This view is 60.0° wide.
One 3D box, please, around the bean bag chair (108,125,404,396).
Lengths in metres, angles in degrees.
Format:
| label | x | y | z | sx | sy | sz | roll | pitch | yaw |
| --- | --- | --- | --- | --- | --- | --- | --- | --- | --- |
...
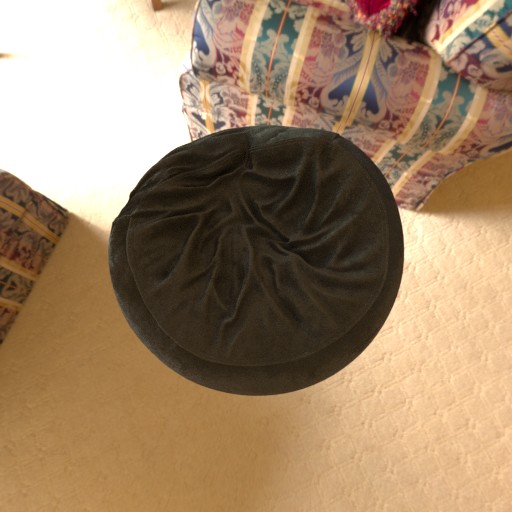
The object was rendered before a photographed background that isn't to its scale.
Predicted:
| label | x | y | z | sx | sy | sz | roll | pitch | yaw |
| --- | --- | --- | --- | --- | --- | --- | --- | --- | --- |
| bean bag chair | 0.000 | 0.000 | 1.524 | 0.918 | 0.605 | 0.918 | 0 | 75 | 0 |
